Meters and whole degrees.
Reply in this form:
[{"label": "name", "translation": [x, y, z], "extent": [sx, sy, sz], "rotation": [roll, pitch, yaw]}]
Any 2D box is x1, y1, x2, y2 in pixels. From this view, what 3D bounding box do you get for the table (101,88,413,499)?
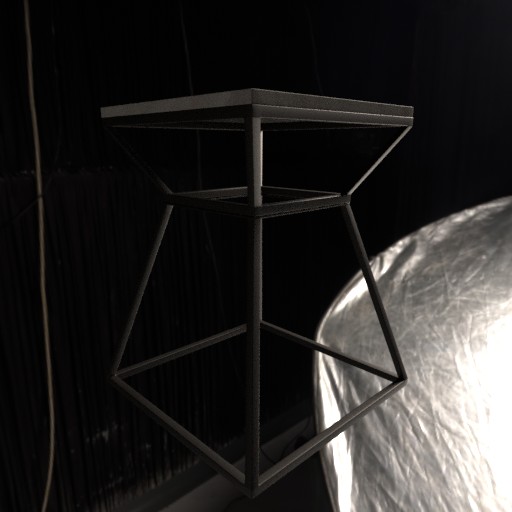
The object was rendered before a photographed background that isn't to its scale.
[{"label": "table", "translation": [0.000, 0.000, 0.877], "extent": [0.455, 0.559, 0.455], "rotation": [-13, 19, -42]}]
